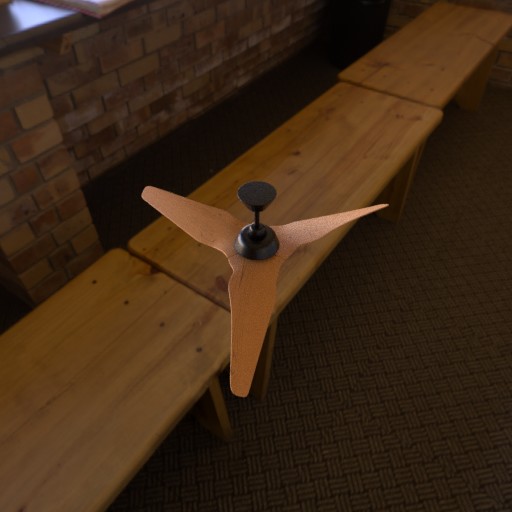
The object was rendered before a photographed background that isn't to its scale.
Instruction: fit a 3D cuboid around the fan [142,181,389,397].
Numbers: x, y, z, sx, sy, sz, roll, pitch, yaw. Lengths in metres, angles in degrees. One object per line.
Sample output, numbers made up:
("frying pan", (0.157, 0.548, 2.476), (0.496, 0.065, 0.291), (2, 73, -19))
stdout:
("fan", (0.000, 0.000, 1.653), (1.142, 0.355, 1.010), (3, 46, 3))
